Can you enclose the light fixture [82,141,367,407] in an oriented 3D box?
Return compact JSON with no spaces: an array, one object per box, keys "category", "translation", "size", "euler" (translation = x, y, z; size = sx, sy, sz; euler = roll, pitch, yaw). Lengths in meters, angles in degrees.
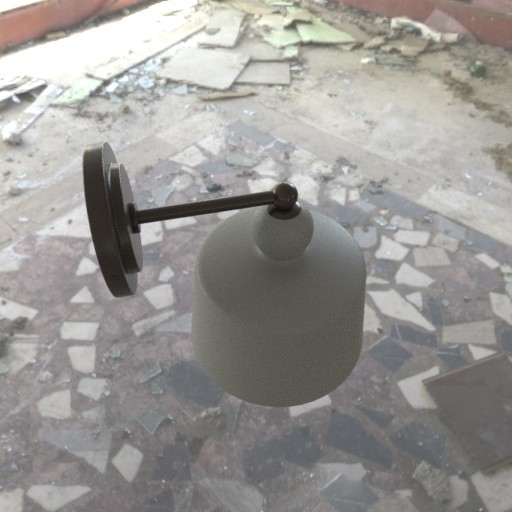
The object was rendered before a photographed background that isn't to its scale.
[{"category":"light fixture","translation":[0.000,0.000,0.433],"size":[0.254,0.268,0.204],"euler":[-10,48,-9]}]
